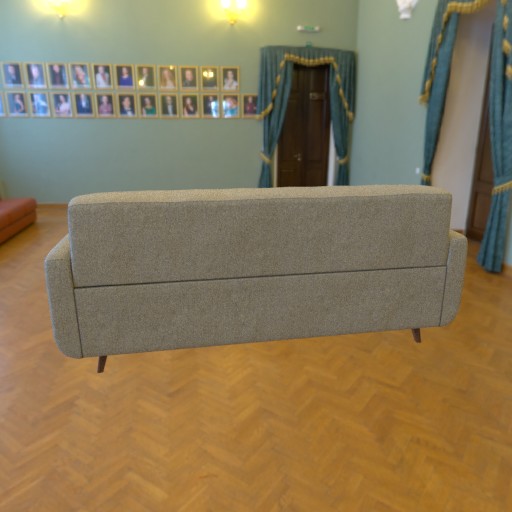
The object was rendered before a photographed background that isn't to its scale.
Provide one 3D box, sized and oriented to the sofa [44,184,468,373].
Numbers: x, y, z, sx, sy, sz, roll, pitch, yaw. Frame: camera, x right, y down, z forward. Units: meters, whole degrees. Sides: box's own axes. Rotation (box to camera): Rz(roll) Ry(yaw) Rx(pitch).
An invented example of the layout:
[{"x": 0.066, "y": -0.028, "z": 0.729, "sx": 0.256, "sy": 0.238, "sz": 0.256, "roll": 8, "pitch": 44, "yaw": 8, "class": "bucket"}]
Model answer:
[{"x": 0.000, "y": 0.000, "z": 2.586, "sx": 2.055, "sy": 0.873, "sz": 0.968, "roll": -3, "pitch": 17, "yaw": -10, "class": "sofa"}]
